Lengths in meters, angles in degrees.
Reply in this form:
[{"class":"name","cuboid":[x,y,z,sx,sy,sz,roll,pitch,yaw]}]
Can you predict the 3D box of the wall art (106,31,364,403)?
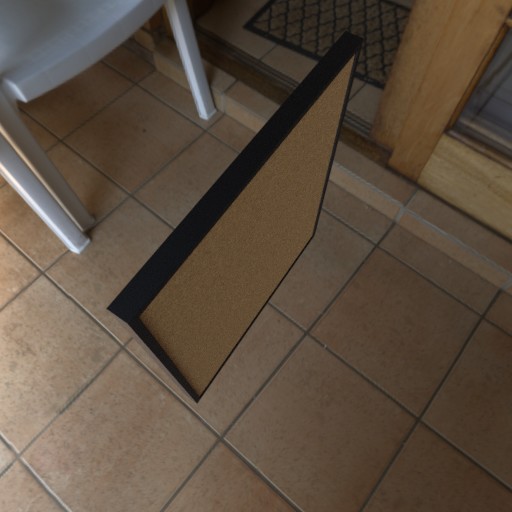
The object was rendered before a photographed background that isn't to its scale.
[{"class":"wall art","cuboid":[0.000,0.000,0.525,0.019,0.381,0.330,31,68,14]}]
